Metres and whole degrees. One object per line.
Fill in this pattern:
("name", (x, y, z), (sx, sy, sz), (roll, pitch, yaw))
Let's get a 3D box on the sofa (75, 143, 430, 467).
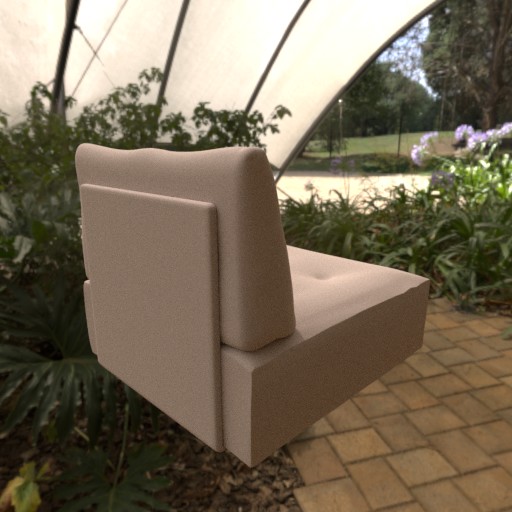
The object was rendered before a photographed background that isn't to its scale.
("sofa", (0.000, 0.000, 1.681), (1.000, 0.828, 0.935), (-14, 20, -43))
